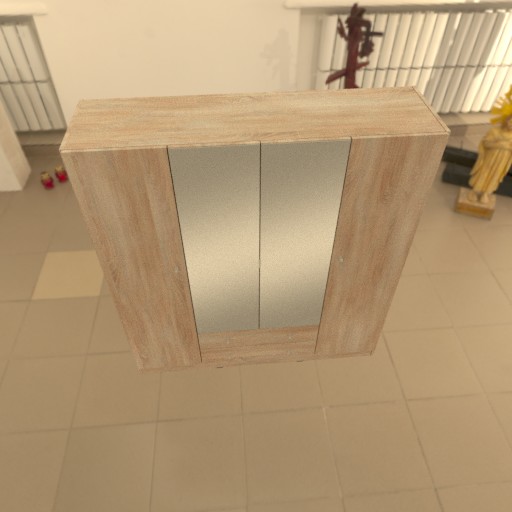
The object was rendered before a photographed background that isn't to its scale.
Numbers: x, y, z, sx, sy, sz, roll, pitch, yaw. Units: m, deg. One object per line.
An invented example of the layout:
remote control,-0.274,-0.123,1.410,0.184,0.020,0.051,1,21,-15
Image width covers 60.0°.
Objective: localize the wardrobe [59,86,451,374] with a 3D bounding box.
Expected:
wardrobe,0.000,0.000,3.186,1.998,2.159,0.598,-4,45,-4
